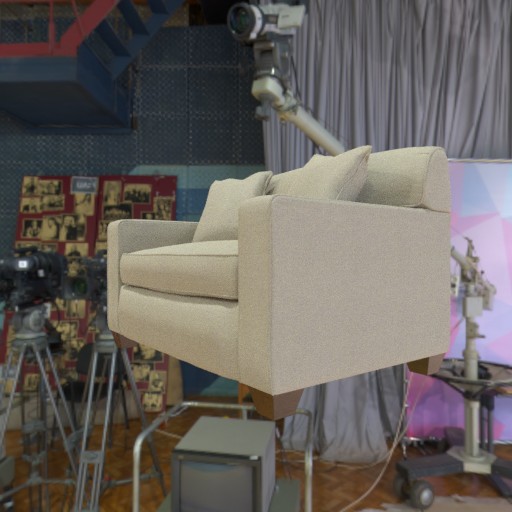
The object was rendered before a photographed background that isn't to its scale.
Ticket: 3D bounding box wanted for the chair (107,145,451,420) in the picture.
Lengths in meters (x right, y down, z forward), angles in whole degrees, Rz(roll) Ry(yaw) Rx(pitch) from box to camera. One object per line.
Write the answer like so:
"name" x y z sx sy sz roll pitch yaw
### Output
"chair" 0.000 0.000 2.057 1.000 0.948 1.383 0 0 -37
